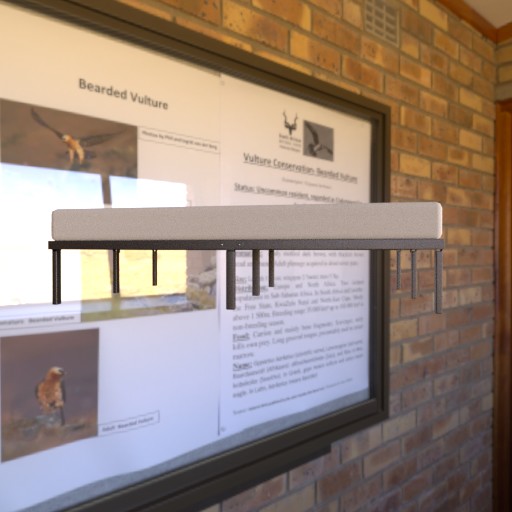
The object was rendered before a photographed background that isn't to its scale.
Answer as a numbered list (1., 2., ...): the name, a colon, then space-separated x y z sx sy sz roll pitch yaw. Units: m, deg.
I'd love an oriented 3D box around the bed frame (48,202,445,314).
1. bed frame: 0.000 0.000 3.808 2.842 0.680 2.205 0 1 17
